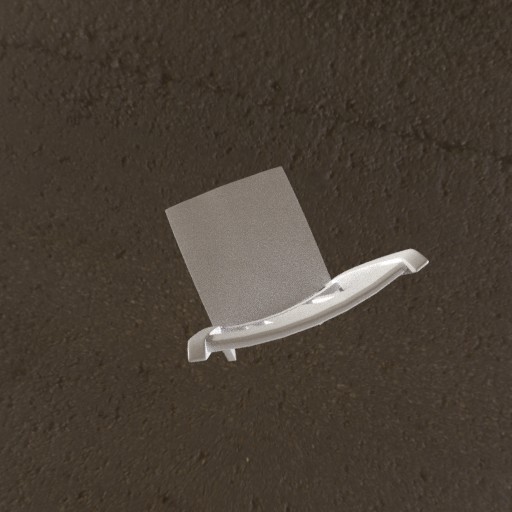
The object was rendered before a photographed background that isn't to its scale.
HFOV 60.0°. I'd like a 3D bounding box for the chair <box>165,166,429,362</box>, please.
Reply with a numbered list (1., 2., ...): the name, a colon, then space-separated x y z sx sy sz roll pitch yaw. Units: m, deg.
1. chair: 0.000 0.000 1.299 0.450 0.998 0.555 -22 76 -6
